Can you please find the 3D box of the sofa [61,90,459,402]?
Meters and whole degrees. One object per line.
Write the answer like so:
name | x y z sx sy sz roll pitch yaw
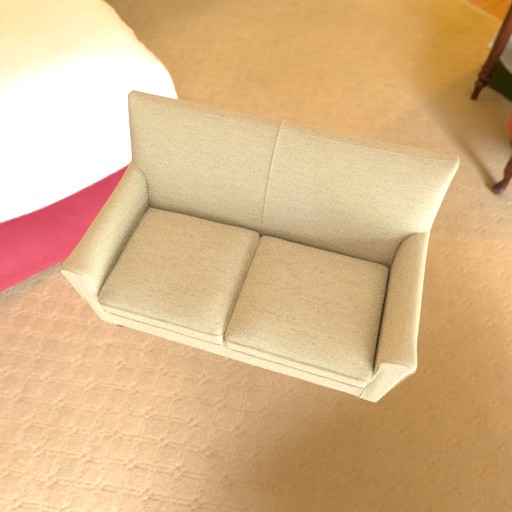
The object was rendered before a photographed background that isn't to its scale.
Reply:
sofa | 0.000 0.000 2.071 1.482 0.892 0.891 15 58 9
